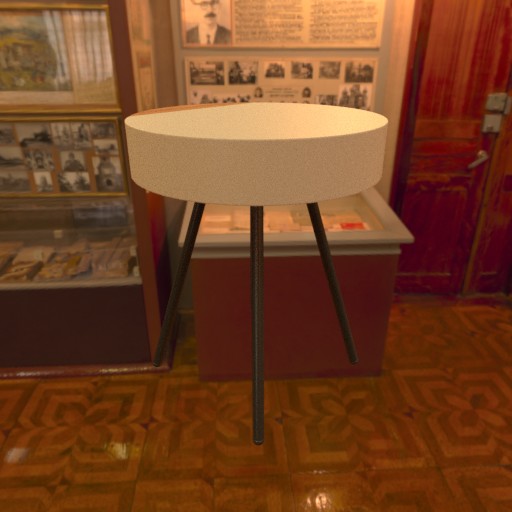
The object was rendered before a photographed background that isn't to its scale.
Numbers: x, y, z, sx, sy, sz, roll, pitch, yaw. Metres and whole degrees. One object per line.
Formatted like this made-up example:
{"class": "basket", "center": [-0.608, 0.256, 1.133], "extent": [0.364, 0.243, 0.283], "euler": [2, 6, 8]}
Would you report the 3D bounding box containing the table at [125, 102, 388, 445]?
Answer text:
{"class": "table", "center": [0.000, 0.000, 0.863], "extent": [0.450, 0.525, 0.450], "euler": [0, 25, 0]}
